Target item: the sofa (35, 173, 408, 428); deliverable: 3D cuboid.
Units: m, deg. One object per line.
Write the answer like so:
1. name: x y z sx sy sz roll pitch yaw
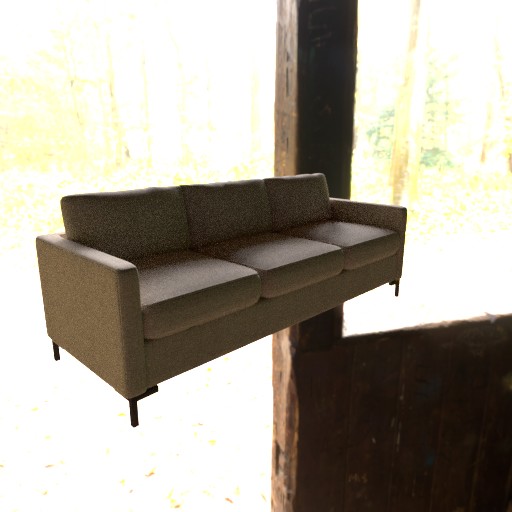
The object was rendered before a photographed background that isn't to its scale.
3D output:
1. sofa: 0.000 0.000 2.675 0.859 0.874 2.218 14 20 43
